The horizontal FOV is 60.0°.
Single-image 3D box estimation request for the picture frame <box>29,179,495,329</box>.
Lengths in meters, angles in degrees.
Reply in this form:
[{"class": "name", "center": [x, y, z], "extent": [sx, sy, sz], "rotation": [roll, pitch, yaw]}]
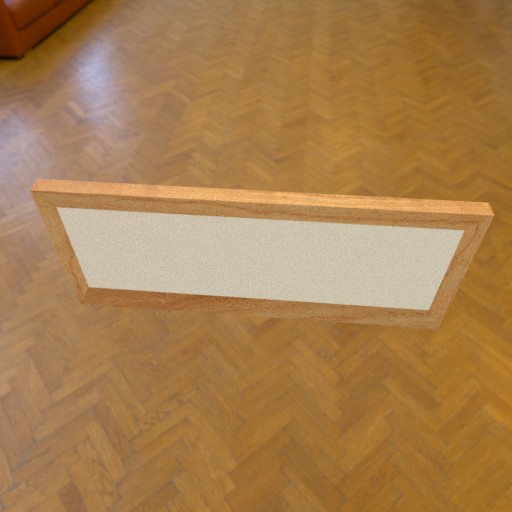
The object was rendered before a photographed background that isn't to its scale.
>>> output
[{"class": "picture frame", "center": [0.000, 0.000, 0.651], "extent": [0.582, 0.234, 0.045], "rotation": [4, 45, 4]}]
